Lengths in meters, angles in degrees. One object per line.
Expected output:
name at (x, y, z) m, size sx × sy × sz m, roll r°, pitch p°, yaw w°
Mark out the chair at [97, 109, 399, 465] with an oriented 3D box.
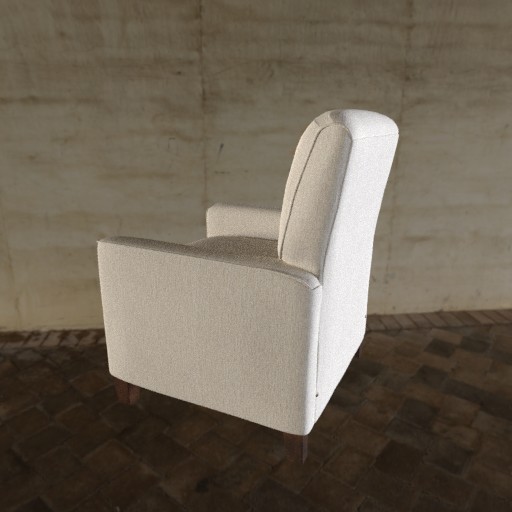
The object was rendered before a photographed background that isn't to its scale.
chair at (0.000, 0.000, 1.653) m, size 0.858 × 1.028 × 0.841 m, roll 8°, pitch 18°, yaw 25°
